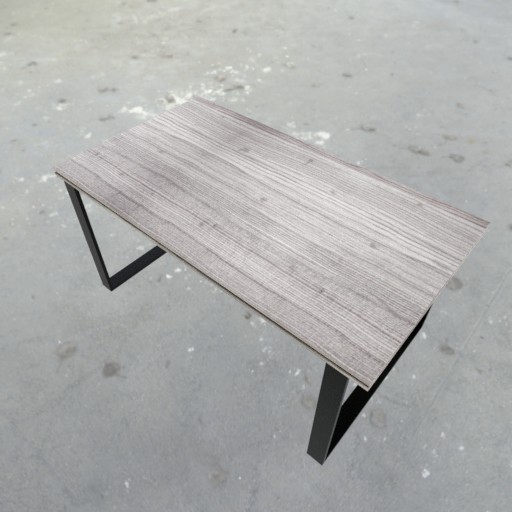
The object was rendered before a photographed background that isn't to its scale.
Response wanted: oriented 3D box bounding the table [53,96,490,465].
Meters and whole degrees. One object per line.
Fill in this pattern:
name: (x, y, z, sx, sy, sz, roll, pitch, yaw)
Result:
table: (0.000, 0.000, 2.063, 1.579, 0.736, 0.881, 32, 53, 27)
